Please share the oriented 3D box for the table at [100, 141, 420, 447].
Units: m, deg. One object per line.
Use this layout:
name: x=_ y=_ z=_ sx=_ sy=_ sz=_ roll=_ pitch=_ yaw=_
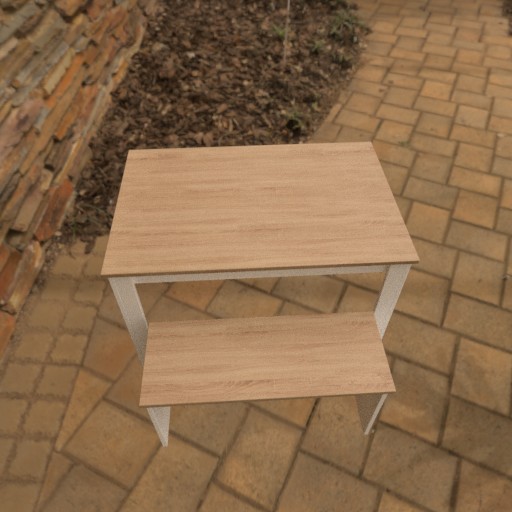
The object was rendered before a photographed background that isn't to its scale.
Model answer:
table: x=0.000 y=0.000 z=2.028 sx=1.100 sy=0.700 sz=1.443 roll=-3 pitch=48 yaw=-2
